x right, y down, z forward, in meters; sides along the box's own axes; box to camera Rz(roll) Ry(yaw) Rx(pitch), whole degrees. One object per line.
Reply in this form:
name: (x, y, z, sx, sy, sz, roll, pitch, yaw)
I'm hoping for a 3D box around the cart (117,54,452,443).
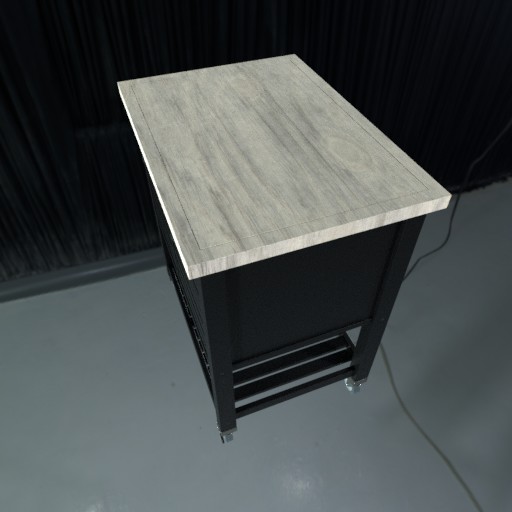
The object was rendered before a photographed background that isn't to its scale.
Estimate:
cart: (0.000, 0.000, 1.441, 0.567, 0.920, 0.797, -15, 48, -15)
